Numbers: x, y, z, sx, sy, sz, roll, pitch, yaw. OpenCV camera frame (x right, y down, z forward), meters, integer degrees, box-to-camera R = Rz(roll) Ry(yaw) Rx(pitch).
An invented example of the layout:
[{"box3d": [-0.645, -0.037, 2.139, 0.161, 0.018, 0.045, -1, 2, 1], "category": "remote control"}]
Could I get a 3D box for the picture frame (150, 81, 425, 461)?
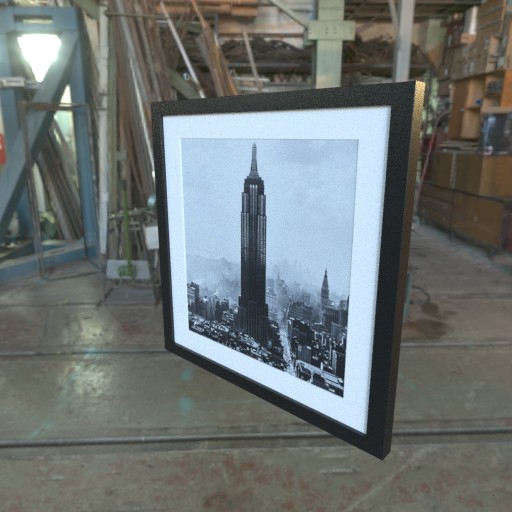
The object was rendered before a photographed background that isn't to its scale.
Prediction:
[{"box3d": [0.000, 0.000, 0.812, 0.559, 0.557, 0.029, 13, 20, 40], "category": "picture frame"}]
